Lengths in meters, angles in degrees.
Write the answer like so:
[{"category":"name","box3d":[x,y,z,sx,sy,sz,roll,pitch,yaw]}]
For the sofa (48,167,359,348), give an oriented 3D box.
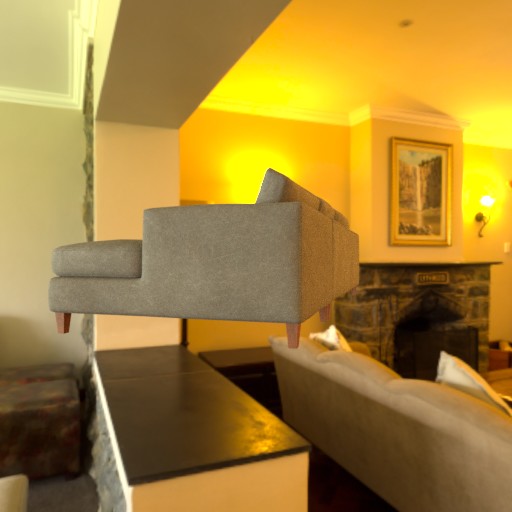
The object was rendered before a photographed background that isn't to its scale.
[{"category":"sofa","box3d":[0.000,0.000,4.070,1.604,0.950,3.471,0,0,18]}]
